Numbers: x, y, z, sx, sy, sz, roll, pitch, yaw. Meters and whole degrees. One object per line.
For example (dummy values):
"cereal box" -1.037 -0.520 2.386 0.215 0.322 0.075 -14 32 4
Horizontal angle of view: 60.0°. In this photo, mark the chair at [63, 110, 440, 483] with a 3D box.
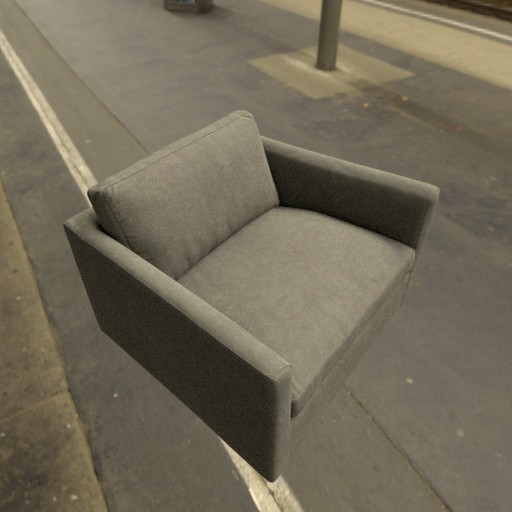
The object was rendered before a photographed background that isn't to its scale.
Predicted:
"chair" 0.000 0.000 1.892 1.091 0.845 1.190 27 47 28
